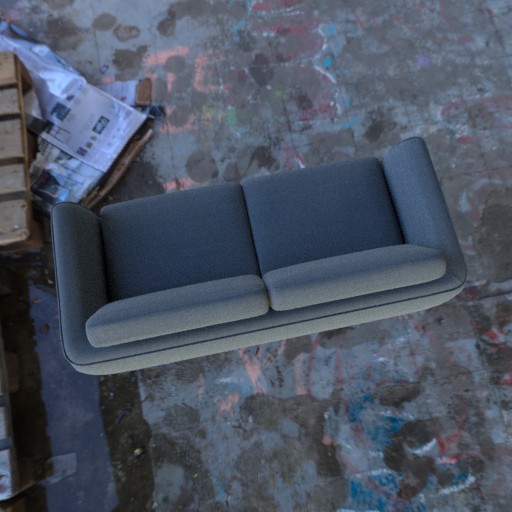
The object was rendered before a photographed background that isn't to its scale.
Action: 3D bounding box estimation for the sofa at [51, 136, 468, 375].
[{"bbox_3d":[0.000,0.000,2.390,2.000,0.850,0.920,-11,76,-3],"label":"sofa"}]
